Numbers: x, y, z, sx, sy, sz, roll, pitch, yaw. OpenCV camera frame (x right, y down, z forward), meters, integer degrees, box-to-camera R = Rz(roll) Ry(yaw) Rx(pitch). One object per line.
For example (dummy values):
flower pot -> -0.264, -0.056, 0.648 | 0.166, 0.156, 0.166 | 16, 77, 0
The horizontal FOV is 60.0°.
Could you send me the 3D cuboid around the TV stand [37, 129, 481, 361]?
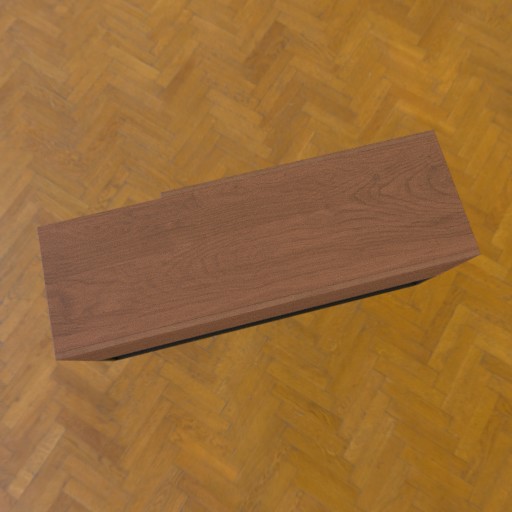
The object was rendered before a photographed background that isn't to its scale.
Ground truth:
TV stand -> 0.000, 0.000, 1.499 | 1.200, 0.500, 0.415 | -14, 77, -3
